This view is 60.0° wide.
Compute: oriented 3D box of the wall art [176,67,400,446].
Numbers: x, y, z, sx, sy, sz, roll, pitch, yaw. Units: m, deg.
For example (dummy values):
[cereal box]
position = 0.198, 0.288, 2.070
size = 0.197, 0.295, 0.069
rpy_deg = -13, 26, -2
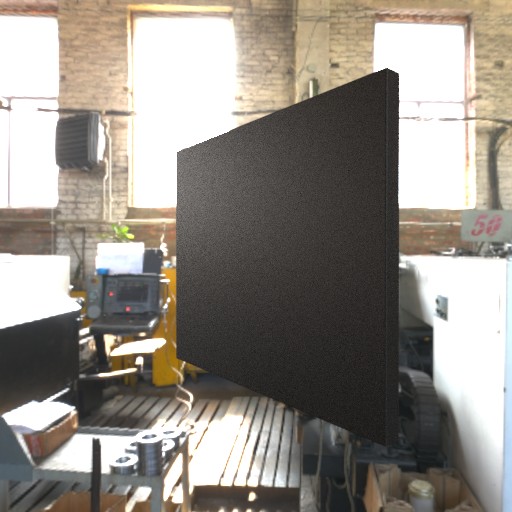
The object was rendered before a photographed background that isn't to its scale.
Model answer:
[wall art]
position = 0.000, 0.000, 0.762
size = 0.031, 0.457, 0.558
rpy_deg = 0, 1, -37
